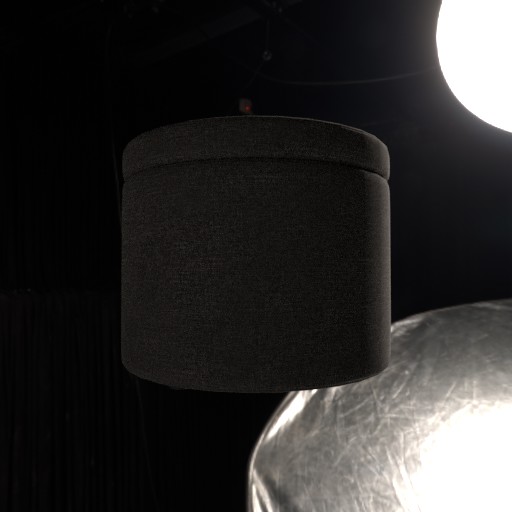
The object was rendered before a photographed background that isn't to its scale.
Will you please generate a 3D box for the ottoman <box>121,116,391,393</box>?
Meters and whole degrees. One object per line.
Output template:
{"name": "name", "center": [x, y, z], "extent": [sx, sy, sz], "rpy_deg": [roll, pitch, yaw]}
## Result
{"name": "ottoman", "center": [0.000, 0.000, 0.862], "extent": [0.500, 0.419, 0.500], "rpy_deg": [0, -1, 0]}
